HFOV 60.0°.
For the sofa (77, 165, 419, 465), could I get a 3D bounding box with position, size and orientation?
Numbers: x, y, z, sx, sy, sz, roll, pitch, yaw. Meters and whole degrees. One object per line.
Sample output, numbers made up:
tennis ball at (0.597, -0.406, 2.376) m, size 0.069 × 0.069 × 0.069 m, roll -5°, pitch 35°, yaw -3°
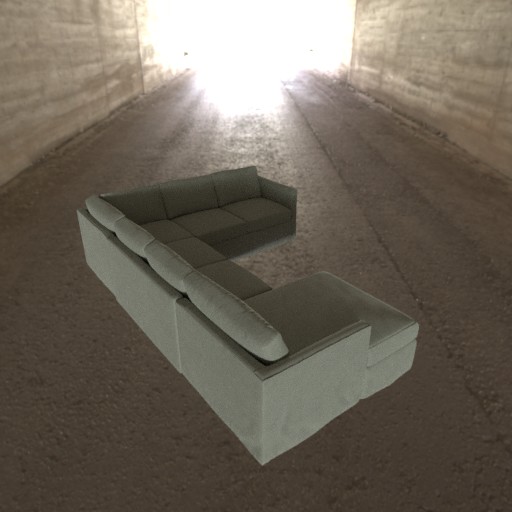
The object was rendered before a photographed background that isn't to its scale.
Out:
sofa at (0.000, 0.000, 4.422) m, size 2.440 × 0.869 × 3.434 m, roll -18°, pitch 32°, yaw -32°
